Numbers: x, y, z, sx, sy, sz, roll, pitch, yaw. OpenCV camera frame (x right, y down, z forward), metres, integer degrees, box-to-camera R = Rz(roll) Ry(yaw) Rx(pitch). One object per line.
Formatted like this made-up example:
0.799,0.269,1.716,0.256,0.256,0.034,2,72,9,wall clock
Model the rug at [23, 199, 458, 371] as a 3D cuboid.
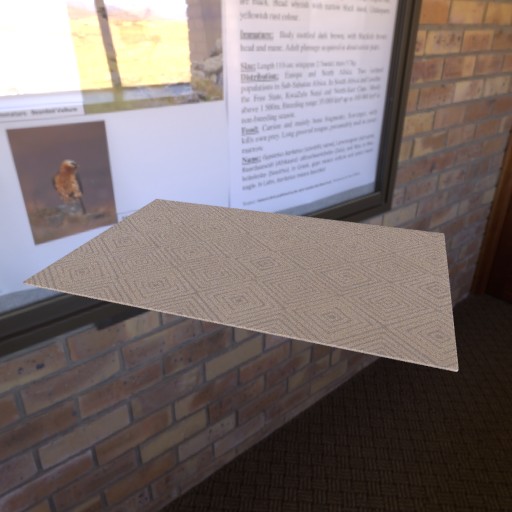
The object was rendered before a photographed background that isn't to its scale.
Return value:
0.000,0.000,2.156,1.753,0.008,1.143,9,28,17,rug
